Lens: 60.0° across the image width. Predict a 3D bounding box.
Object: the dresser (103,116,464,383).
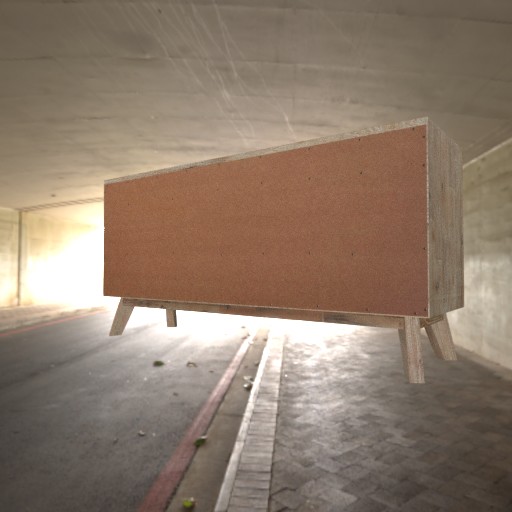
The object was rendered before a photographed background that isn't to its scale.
[{"bbox_3d":[0.000,0.000,1.956,1.602,0.788,0.455,-1,-2,37],"label":"dresser"}]
